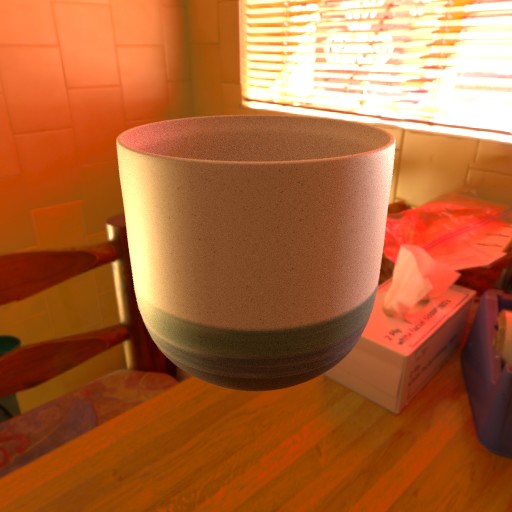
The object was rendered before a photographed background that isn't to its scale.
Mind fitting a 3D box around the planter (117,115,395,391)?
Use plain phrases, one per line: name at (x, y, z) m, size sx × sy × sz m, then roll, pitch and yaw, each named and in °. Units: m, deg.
planter at (0.000, 0.000, 0.494) m, size 0.268 × 0.270 × 0.268 m, roll 0°, pitch 25°, yaw 0°
